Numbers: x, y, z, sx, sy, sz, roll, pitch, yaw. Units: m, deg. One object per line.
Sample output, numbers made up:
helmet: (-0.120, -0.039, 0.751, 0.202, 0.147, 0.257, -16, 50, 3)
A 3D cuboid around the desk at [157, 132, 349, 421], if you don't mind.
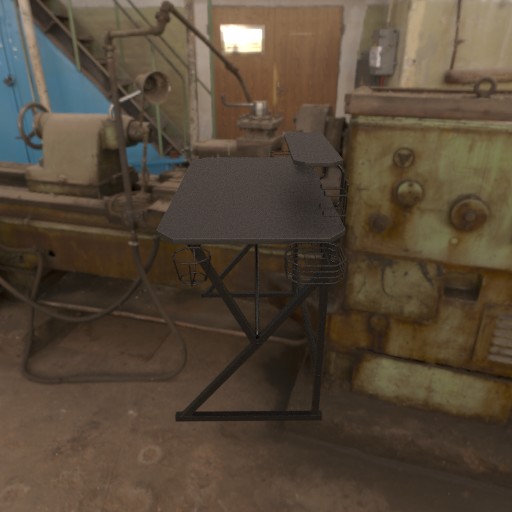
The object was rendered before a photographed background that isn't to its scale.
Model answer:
desk: (0.000, 0.000, 1.778, 0.580, 0.880, 1.290, 0, 25, -1)
